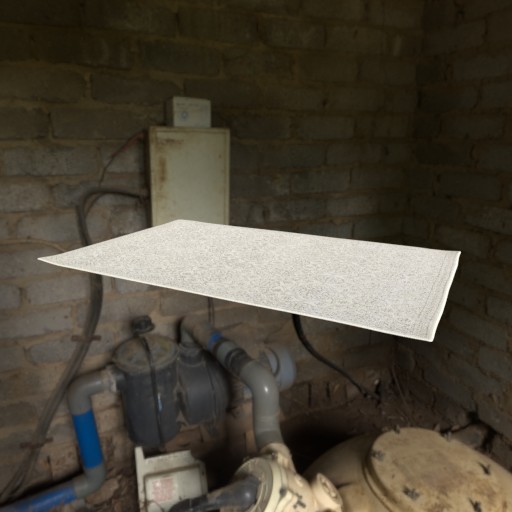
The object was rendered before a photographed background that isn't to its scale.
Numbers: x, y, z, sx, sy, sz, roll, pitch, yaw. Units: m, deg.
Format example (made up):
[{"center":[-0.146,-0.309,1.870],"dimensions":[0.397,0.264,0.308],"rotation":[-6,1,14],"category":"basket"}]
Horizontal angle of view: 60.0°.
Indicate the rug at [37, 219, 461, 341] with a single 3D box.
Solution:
[{"center":[0.000,0.000,2.389],"dimensions":[1.947,0.023,1.214],"rotation":[8,18,27],"category":"rug"}]
